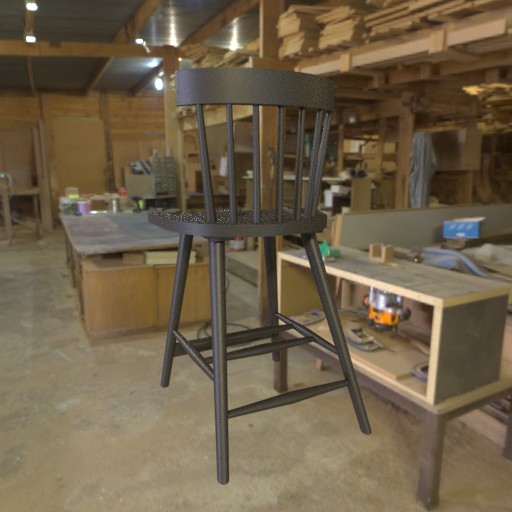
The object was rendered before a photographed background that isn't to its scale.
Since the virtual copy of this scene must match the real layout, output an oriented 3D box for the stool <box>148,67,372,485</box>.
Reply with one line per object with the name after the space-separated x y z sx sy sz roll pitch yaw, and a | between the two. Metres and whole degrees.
0.000 0.000 1.278 0.494 0.953 0.549 -6 13 -26 | stool
